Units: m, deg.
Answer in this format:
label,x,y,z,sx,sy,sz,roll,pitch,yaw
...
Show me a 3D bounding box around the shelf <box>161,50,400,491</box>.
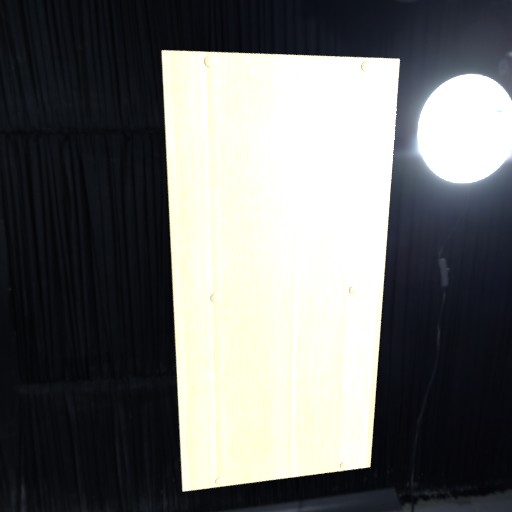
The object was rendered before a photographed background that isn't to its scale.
label,x,y,z,sx,sy,sz,roll,pitch,yaw
shelf,0.000,0.000,0.792,0.290,0.592,0.414,-2,14,-10
